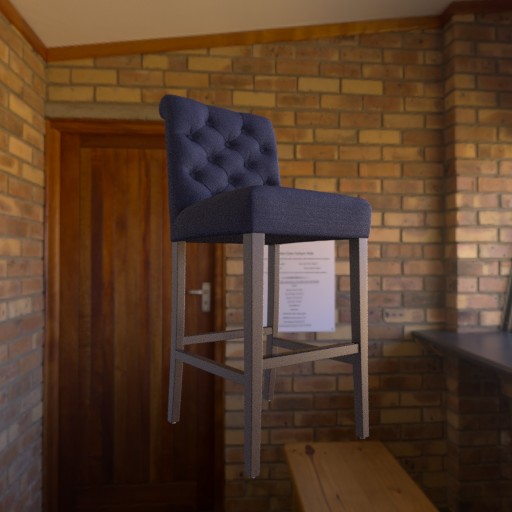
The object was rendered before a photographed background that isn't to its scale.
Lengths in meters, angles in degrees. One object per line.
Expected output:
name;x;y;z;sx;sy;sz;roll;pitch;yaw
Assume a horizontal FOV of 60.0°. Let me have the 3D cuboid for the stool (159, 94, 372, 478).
stool;0.000;0.000;1.488;0.493;1.140;0.601;1;-1;-36
